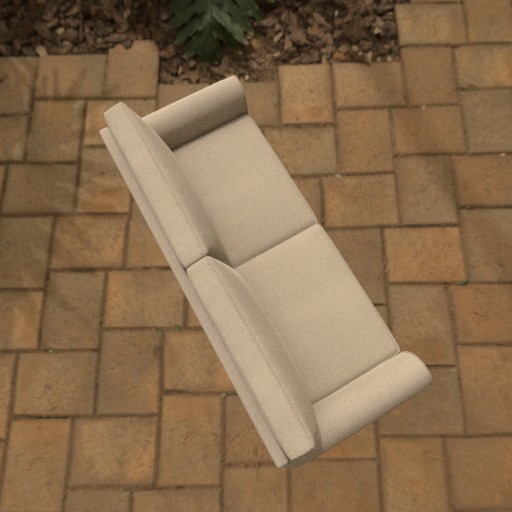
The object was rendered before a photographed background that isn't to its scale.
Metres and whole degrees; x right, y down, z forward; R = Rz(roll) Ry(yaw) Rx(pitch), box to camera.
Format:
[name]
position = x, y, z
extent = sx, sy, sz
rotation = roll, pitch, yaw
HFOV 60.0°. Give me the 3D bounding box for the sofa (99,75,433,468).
[sofa]
position = 0.000, 0.000, 2.573
extent = 0.901, 0.962, 2.146
rotation = -29, 76, -8
